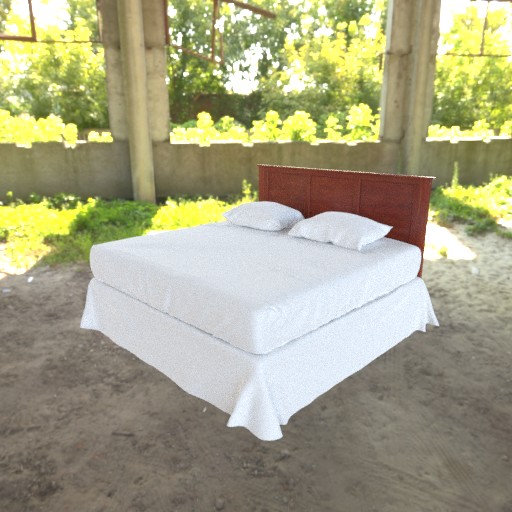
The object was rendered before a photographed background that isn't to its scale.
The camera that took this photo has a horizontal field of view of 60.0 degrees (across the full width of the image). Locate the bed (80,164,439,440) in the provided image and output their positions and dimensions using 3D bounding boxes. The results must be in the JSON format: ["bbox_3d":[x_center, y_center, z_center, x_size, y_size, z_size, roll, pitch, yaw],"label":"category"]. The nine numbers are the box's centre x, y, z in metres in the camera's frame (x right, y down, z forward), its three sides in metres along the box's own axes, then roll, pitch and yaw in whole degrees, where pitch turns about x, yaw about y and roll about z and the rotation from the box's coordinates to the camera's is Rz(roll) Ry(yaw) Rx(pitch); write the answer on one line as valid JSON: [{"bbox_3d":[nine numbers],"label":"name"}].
[{"bbox_3d":[0.000,0.000,3.670,2.314,1.271,2.219,15,22,43],"label":"bed"}]
